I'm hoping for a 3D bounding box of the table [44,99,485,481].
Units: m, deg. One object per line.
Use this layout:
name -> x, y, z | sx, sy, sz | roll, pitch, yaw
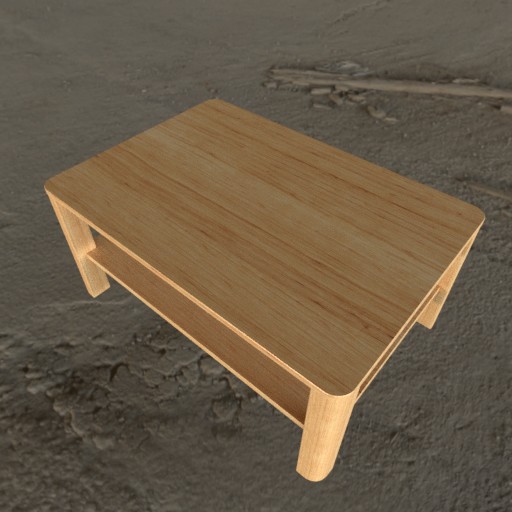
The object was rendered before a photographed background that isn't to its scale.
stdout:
table -> 0.000, 0.000, 1.345 | 0.997, 0.445, 0.696 | 31, 53, 27
